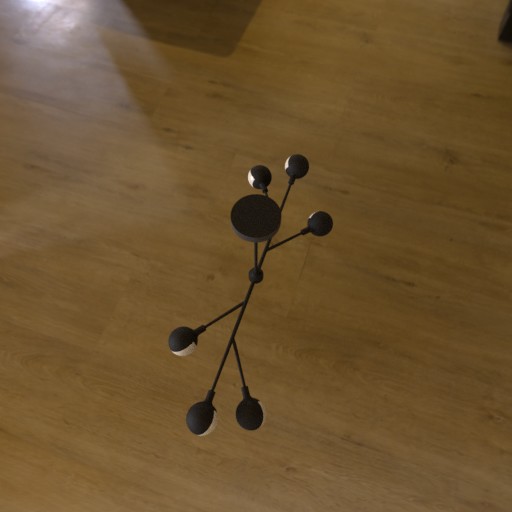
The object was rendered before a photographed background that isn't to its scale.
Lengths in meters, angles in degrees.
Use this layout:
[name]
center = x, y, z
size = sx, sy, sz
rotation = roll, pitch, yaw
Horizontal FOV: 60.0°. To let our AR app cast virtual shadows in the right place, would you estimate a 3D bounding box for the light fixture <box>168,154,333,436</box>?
[light fixture]
center = 0.000, 0.000, 1.039
size = 0.434, 0.362, 0.778
rotation = 32, 68, 15
